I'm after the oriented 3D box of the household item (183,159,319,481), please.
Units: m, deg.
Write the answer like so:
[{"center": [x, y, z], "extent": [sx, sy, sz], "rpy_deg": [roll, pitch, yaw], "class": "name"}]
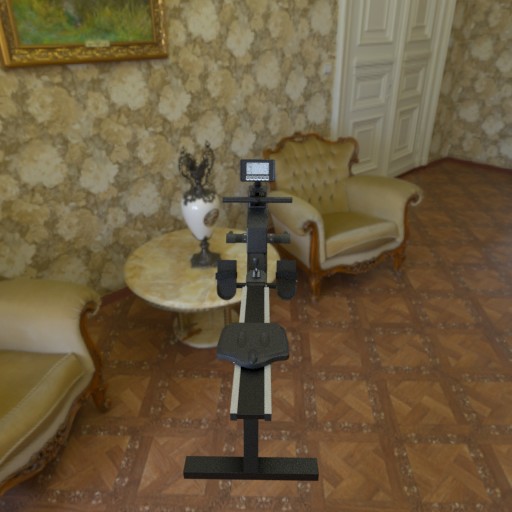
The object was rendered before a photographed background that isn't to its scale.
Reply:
[{"center": [0.000, 0.000, 2.535], "extent": [0.521, 0.810, 2.251], "rpy_deg": [0, 27, 1], "class": "household item"}]
